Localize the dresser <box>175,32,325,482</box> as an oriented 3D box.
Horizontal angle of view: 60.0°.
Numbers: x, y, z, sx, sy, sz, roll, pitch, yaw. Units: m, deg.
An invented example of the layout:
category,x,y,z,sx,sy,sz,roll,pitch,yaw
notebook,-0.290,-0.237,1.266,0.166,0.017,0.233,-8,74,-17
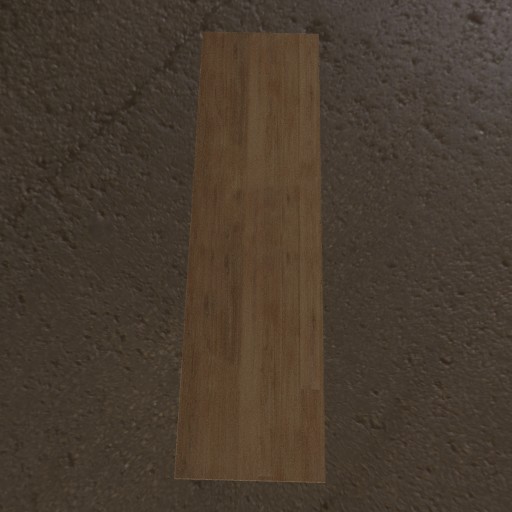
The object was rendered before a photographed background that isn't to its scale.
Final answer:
category,x,y,z,sx,sy,sz,roll,pitch,yaw
dresser,0.000,0.000,1.915,0.455,0.788,1.602,1,75,0
